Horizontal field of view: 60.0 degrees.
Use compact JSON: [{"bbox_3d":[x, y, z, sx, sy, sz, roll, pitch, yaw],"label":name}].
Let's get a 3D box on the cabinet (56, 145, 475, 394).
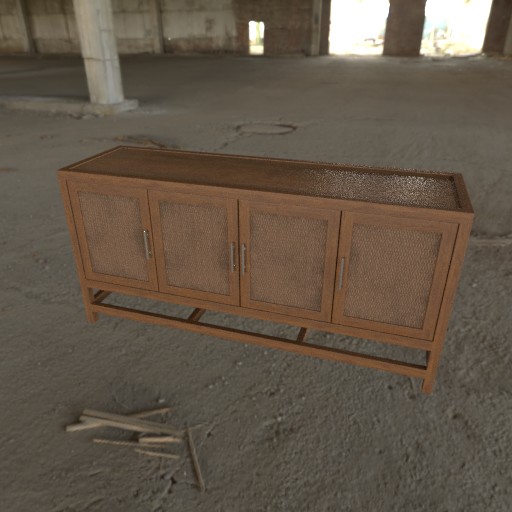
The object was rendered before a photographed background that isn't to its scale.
[{"bbox_3d":[0.000,0.000,2.121,1.708,0.820,0.522,8,28,16],"label":"cabinet"}]
